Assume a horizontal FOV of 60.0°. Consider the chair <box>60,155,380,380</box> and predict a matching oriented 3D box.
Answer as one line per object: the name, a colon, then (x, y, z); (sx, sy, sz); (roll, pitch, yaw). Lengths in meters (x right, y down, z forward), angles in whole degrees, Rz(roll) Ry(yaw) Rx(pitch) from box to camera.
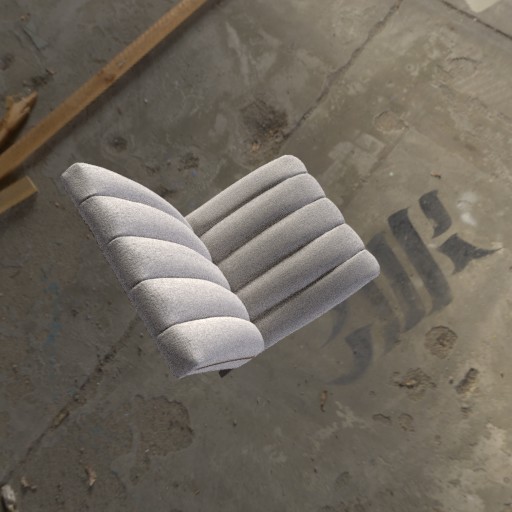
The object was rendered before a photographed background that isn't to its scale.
chair: (0.000, 0.000, 1.351); (0.647, 1.016, 0.511); (-32, 76, -9)
